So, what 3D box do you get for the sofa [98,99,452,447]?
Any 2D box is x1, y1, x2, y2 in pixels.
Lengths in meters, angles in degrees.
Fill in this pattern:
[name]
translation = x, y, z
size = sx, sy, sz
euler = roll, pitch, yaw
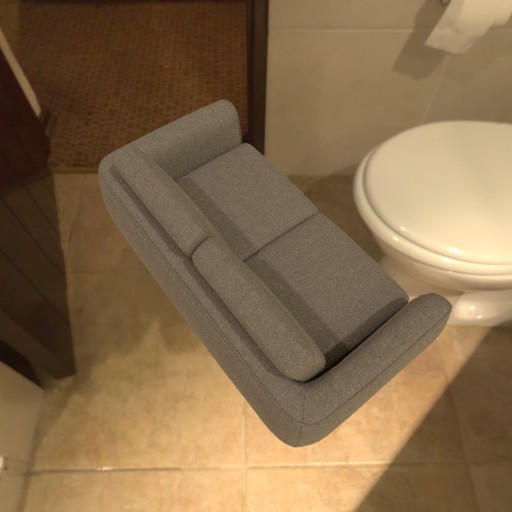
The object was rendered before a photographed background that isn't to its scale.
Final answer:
[sofa]
translation = 0.000, 0.000, 2.232
size = 0.920, 0.870, 1.700
euler = -34, 65, -18
